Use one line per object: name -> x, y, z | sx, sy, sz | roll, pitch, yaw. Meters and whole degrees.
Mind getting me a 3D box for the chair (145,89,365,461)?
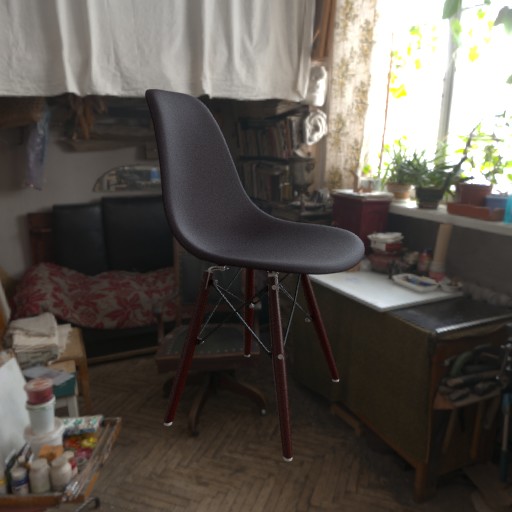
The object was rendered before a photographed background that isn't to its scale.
chair -> 0.000, 0.000, 1.145 | 0.533, 0.826, 0.470 | 7, 16, 25
